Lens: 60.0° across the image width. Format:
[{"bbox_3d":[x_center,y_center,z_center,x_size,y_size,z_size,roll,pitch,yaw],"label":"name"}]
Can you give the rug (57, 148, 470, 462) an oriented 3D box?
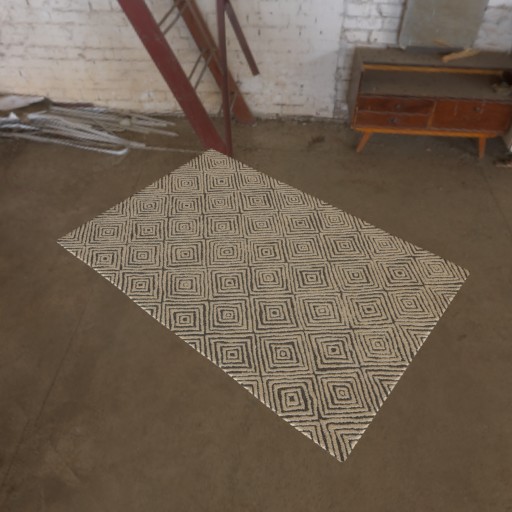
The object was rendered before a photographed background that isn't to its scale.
[{"bbox_3d":[0.000,0.000,2.239,1.750,0.004,1.177,31,53,27],"label":"rug"}]
